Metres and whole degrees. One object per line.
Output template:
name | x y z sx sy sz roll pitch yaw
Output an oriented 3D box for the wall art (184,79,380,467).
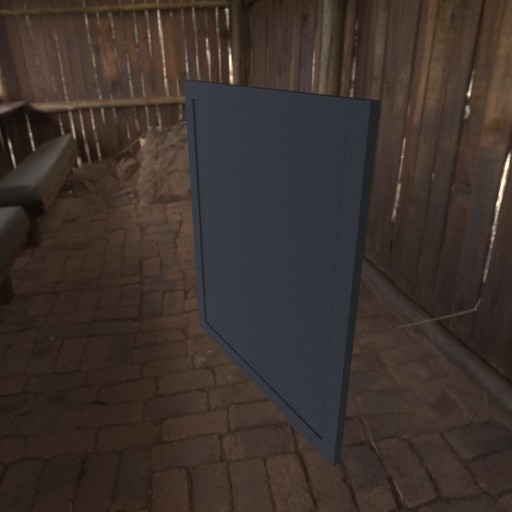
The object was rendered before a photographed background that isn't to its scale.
wall art | 0.000 0.000 0.507 0.010 0.361 0.311 -15 29 -30
